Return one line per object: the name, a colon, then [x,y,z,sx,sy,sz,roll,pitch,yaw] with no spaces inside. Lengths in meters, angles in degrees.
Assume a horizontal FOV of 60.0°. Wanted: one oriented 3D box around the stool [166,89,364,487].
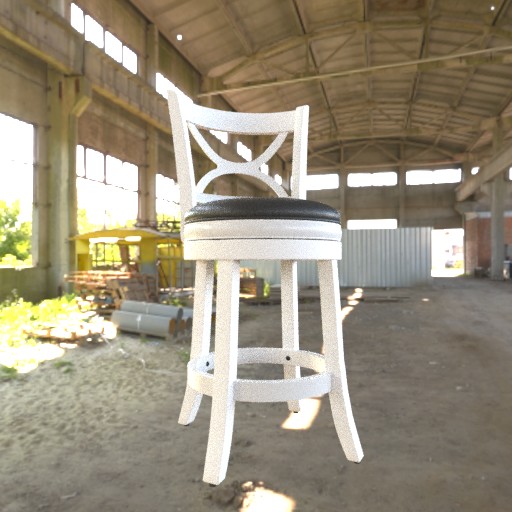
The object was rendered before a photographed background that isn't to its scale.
stool: [0.000,0.000,1.190,0.444,0.953,0.508,0,-1,-18]
